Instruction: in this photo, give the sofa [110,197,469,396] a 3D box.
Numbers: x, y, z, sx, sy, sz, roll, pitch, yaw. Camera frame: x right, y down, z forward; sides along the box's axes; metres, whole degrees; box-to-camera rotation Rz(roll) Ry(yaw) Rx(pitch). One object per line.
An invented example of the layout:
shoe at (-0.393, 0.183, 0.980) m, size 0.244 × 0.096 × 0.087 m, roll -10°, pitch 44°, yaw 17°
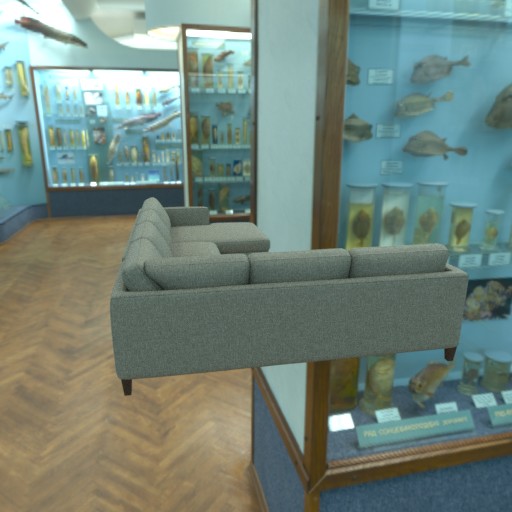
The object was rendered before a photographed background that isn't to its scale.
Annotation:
sofa at (0.000, 0.000, 4.630) m, size 2.551 × 0.889 × 3.403 m, roll -3°, pitch 16°, yaw -11°
